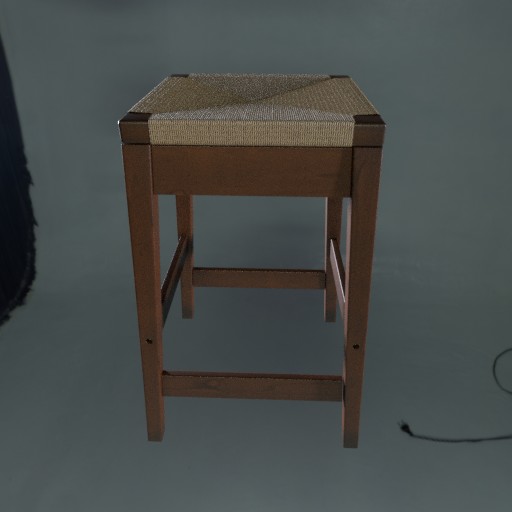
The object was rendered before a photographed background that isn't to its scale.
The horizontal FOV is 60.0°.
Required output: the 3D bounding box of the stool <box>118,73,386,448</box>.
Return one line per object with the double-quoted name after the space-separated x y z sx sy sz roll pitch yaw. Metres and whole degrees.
0.000 0.000 1.079 0.507 0.762 0.497 1 32 2 "stool"
